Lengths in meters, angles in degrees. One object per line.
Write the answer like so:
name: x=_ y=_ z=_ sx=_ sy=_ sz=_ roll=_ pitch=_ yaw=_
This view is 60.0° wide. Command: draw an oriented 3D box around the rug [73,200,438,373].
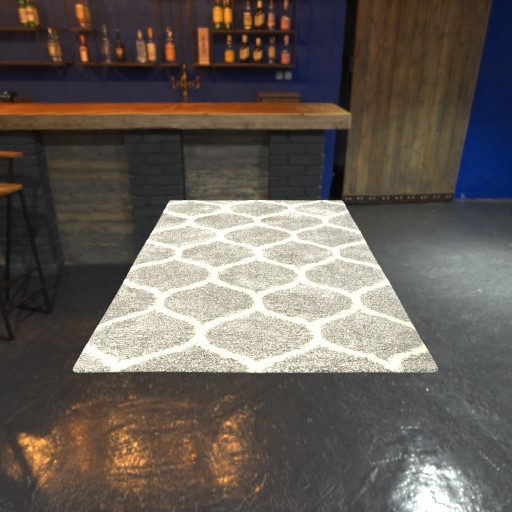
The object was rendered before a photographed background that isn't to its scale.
rug: x=0.000 y=0.000 z=3.388 sx=1.801 sy=0.026 sz=2.701 roll=0 pitch=25 yaw=0
